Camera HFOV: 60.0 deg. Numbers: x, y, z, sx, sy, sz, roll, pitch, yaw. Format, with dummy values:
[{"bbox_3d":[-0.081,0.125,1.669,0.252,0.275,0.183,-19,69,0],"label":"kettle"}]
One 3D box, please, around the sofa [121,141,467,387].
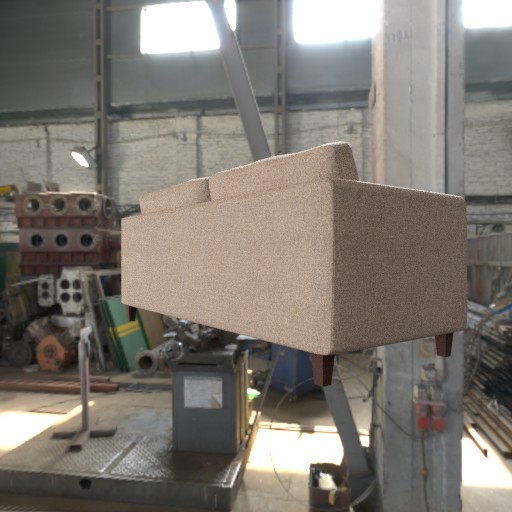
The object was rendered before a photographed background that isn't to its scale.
[{"bbox_3d":[0.000,0.000,2.712,0.951,0.965,2.208,0,0,-36],"label":"sofa"}]
